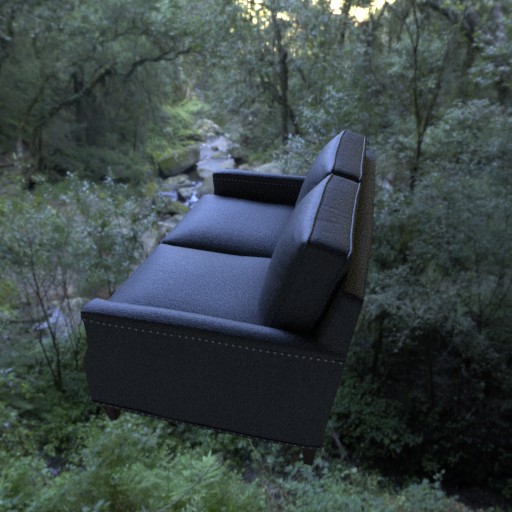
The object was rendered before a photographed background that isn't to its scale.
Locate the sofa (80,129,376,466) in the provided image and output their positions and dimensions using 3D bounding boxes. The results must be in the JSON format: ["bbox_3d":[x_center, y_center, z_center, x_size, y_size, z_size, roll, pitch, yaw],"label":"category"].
[{"bbox_3d":[0.000,0.000,2.255,1.084,1.003,1.597,8,32,12],"label":"sofa"}]
